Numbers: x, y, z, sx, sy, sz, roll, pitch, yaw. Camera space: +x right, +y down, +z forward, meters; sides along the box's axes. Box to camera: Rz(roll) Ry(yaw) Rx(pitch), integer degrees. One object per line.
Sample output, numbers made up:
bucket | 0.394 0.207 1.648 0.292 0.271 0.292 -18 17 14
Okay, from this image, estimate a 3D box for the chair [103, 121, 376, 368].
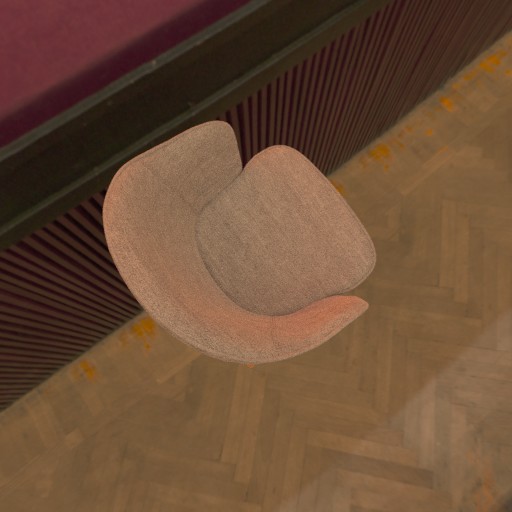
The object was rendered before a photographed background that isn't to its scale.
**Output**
chair | 0.000 0.000 1.152 0.530 0.800 0.540 -34 78 -8
